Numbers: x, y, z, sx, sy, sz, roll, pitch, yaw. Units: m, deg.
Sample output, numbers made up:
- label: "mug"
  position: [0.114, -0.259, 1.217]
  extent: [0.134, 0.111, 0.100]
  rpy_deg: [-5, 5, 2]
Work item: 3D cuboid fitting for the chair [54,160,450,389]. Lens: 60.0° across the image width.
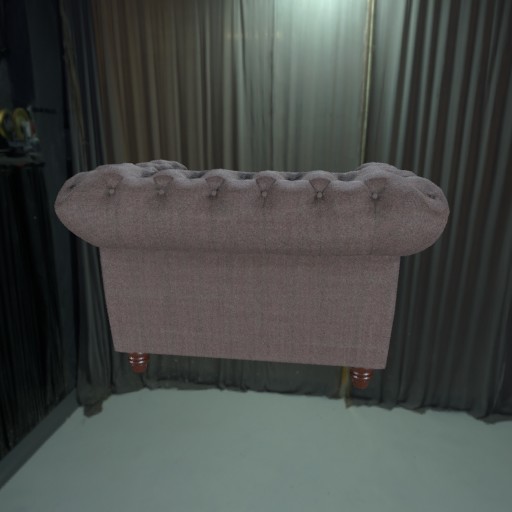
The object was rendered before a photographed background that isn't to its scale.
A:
- label: "chair"
  position: [0.000, 0.000, 1.843]
  extent: [1.298, 0.780, 0.945]
  rpy_deg: [2, 15, 8]
